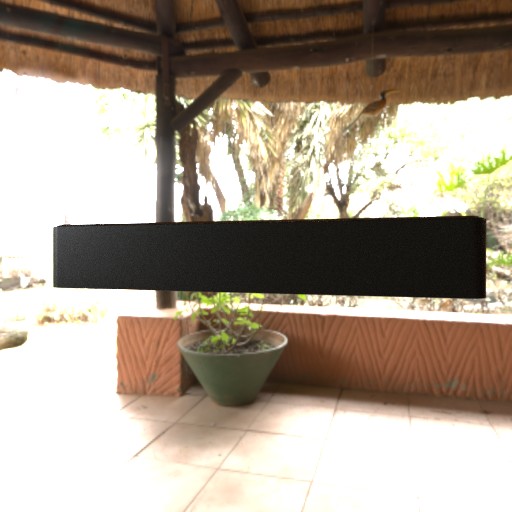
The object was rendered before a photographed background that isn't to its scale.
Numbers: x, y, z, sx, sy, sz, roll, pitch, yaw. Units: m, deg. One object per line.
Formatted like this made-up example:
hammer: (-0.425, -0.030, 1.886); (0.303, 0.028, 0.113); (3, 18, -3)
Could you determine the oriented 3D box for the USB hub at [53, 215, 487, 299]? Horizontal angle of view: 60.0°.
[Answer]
USB hub: (0.000, 0.000, 0.161); (0.145, 0.023, 0.044); (0, 0, 16)
